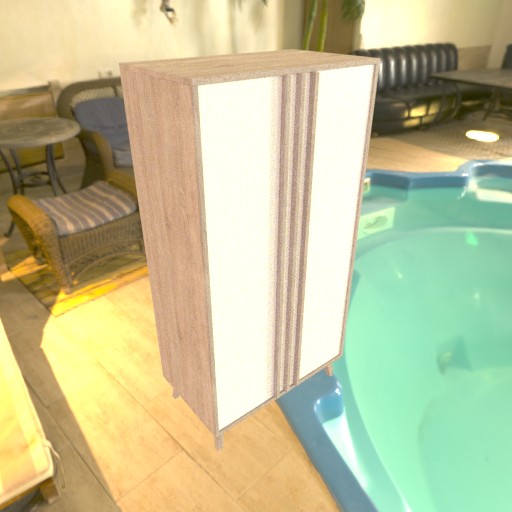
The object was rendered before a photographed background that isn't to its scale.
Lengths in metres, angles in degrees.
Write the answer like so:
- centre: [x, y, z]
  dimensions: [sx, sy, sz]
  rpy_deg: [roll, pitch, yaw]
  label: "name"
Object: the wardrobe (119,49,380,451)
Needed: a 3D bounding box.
- centre: [0.000, 0.000, 2.417]
  dimensions: [1.000, 1.960, 0.600]
  rpy_deg: [-22, 36, -33]
  label: "wardrobe"
